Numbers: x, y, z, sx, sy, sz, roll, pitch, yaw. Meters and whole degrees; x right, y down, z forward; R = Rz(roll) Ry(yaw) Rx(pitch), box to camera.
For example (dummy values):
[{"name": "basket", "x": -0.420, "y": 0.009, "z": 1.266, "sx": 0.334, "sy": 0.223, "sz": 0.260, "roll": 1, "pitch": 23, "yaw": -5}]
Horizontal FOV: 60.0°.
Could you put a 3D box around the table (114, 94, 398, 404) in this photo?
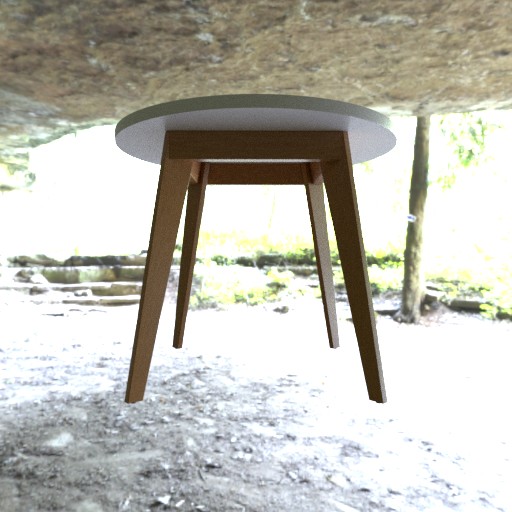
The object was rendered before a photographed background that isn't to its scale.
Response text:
[{"name": "table", "x": 0.000, "y": 0.000, "z": 1.477, "sx": 0.896, "sy": 0.762, "sz": 0.896, "roll": 0, "pitch": 1, "yaw": 0}]
